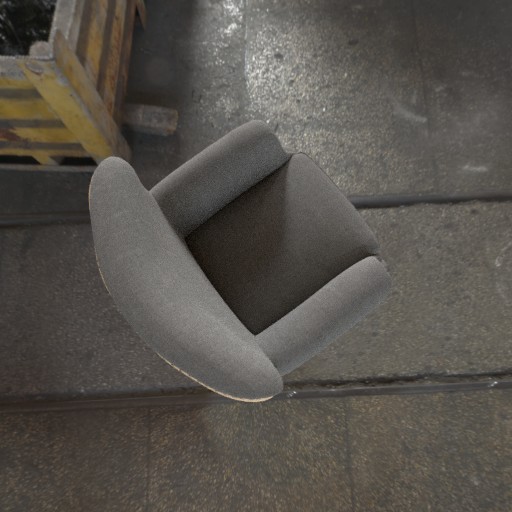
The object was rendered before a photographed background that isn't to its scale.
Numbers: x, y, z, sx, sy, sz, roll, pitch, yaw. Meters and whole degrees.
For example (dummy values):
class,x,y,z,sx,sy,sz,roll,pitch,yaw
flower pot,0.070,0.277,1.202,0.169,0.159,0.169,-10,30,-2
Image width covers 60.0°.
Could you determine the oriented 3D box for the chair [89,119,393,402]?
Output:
class,x,y,z,sx,sy,sz,roll,pitch,yaw
chair,0.000,0.000,1.707,0.921,0.936,0.861,-35,78,-8
